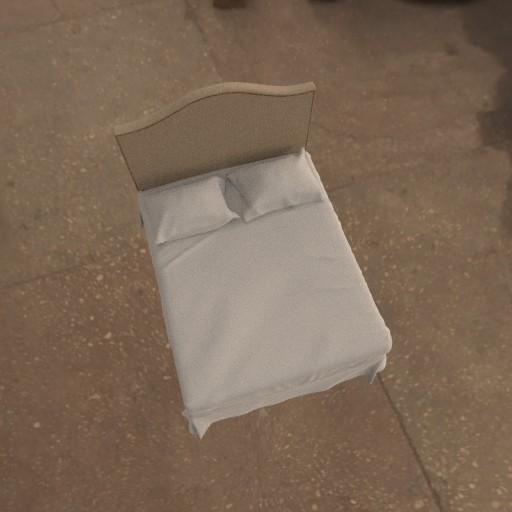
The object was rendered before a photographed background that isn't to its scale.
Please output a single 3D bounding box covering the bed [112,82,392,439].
[{"bbox_3d":[0.000,0.000,3.511,1.876,1.645,2.221,-15,65,-7],"label":"bed"}]
